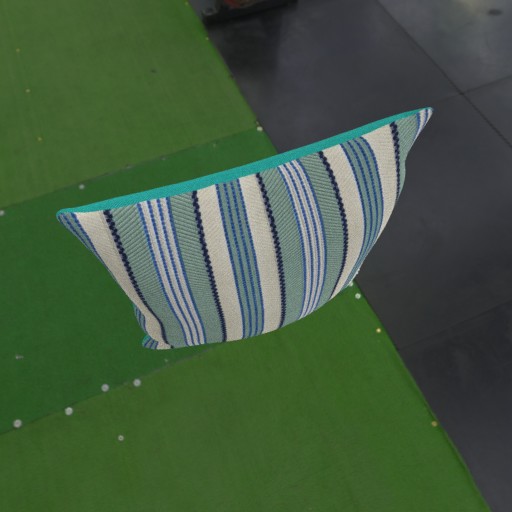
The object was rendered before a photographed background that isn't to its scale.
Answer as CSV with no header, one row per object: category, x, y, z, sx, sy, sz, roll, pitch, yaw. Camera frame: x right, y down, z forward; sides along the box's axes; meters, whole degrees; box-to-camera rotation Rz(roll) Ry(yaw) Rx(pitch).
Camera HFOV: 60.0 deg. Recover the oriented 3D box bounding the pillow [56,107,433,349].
pillow,0.000,0.000,0.658,0.440,0.441,0.182,-18,63,-10
